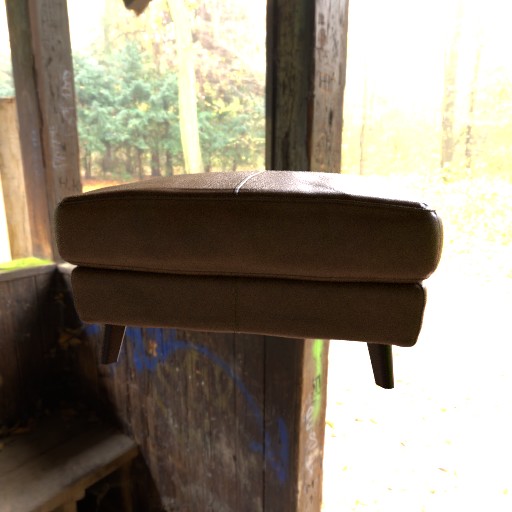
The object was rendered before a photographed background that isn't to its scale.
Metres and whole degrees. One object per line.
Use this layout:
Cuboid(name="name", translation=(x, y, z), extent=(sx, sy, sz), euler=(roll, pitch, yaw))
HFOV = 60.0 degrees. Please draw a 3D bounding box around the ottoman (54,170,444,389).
Cuboid(name="ottoman", translation=(0.000, 0.000, 1.242), extent=(0.869, 0.461, 0.630), euler=(2, 14, 10))
